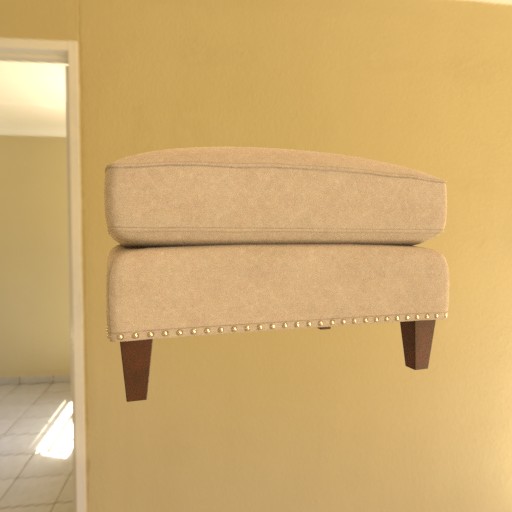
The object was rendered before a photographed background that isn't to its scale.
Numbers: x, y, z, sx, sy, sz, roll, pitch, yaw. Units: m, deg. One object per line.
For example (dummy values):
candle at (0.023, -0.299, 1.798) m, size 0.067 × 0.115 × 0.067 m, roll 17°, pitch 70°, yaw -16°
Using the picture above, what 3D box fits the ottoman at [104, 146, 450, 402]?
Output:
ottoman at (0.000, 0.000, 1.155) m, size 0.741 × 0.513 × 0.584 m, roll -1°, pitch 2°, yaw -18°
